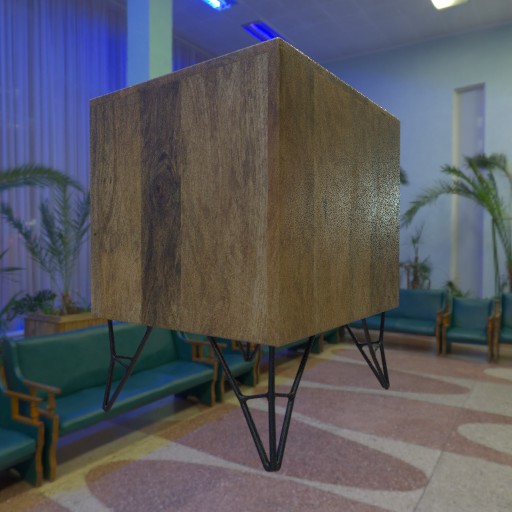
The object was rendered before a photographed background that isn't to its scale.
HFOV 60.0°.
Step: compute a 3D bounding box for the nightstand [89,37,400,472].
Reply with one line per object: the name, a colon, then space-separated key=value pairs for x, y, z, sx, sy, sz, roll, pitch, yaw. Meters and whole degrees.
nightstand: x=0.000 y=0.000 z=0.858 sx=0.406 sy=0.559 sz=0.457 roll=1 pitch=2 yaw=36
